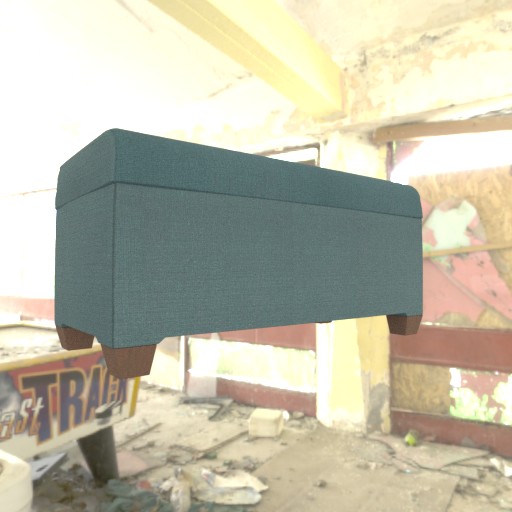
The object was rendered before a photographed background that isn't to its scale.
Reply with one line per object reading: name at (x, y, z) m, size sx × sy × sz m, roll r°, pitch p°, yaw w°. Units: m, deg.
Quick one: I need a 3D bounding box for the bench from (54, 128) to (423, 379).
bench at (0.000, 0.000, 1.257) m, size 0.995 × 0.474 × 0.476 m, roll 1°, pitch -2°, yaw -37°
